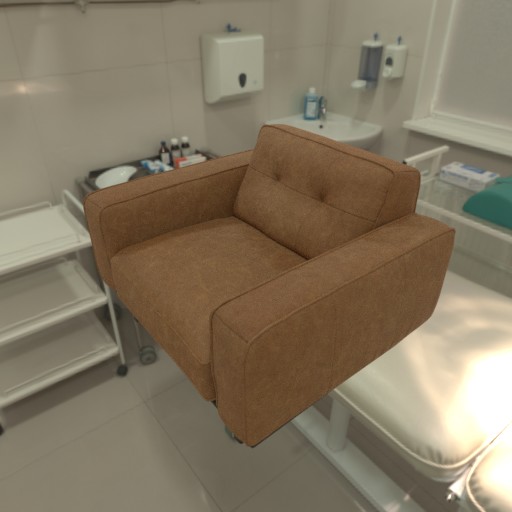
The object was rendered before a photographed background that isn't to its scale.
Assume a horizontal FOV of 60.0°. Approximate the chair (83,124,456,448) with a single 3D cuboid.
[{"bbox_3d":[0.000,0.000,1.738,0.952,0.782,1.118,-23,39,-32],"label":"chair"}]
